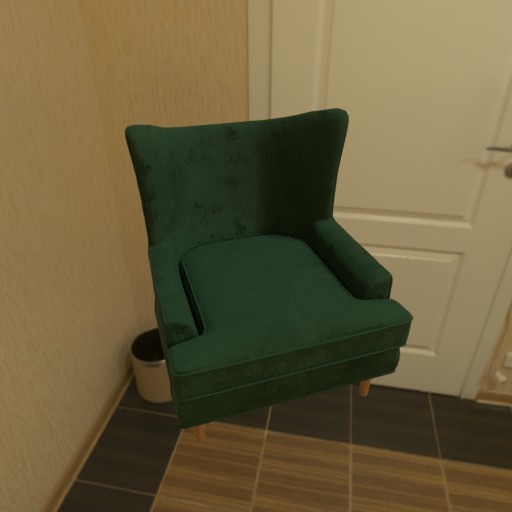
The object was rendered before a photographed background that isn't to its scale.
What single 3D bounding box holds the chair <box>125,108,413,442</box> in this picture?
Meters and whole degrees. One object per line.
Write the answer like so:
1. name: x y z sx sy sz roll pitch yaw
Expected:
1. chair: 0.000 0.000 1.647 0.793 0.952 0.910 -10 33 -16
